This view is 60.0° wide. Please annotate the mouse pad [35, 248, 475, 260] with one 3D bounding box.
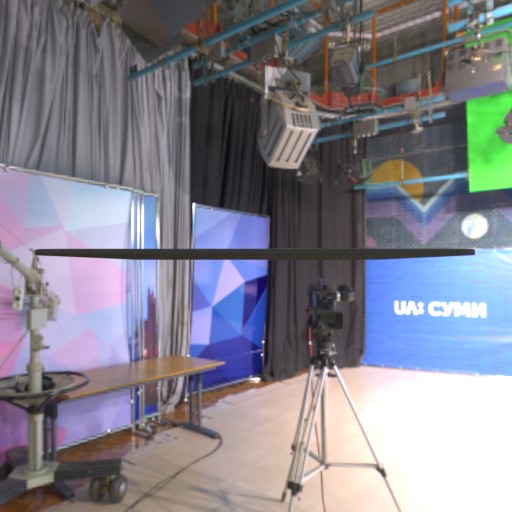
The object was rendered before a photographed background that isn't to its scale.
[{"bbox_3d":[0.000,0.000,0.317,0.229,0.003,0.203,0,-1,1],"label":"mouse pad"}]
